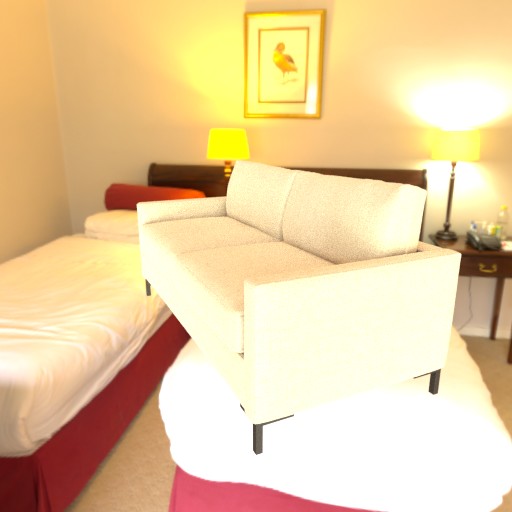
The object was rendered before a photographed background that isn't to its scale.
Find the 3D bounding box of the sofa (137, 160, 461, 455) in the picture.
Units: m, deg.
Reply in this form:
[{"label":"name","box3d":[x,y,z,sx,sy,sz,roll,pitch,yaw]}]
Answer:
[{"label":"sofa","box3d":[0.000,0.000,2.126,0.839,0.812,1.651,-8,18,-25]}]
